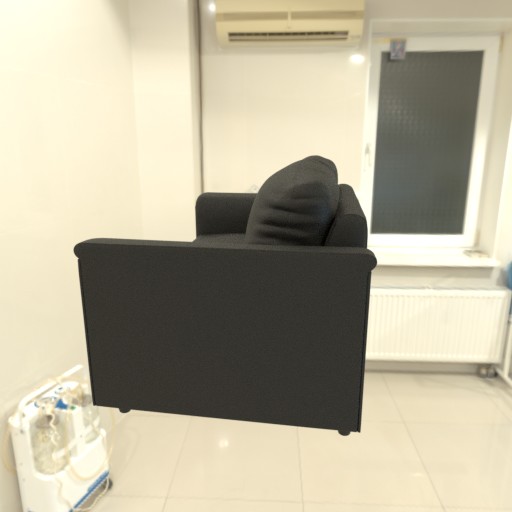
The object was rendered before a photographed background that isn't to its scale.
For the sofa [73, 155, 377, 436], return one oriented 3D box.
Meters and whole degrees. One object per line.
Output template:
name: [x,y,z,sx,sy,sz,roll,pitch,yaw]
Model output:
sofa: [0.000,0.000,1.956,0.887,0.845,1.386,2,15,9]
